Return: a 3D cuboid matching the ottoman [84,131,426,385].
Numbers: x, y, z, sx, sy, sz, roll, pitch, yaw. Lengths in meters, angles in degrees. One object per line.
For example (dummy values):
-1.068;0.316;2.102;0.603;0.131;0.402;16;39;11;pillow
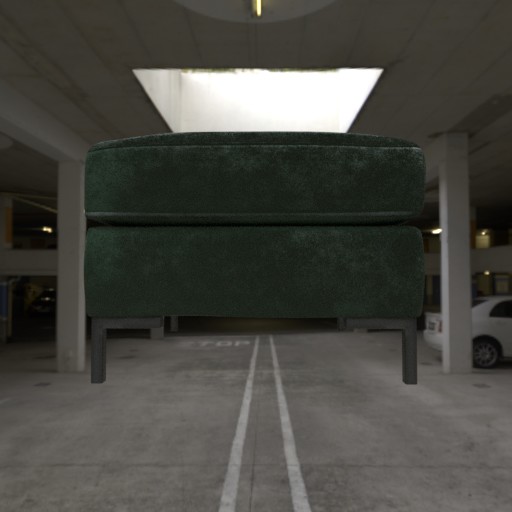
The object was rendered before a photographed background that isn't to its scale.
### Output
0.000;0.000;1.292;0.701;0.538;0.839;0;-2;1;ottoman
